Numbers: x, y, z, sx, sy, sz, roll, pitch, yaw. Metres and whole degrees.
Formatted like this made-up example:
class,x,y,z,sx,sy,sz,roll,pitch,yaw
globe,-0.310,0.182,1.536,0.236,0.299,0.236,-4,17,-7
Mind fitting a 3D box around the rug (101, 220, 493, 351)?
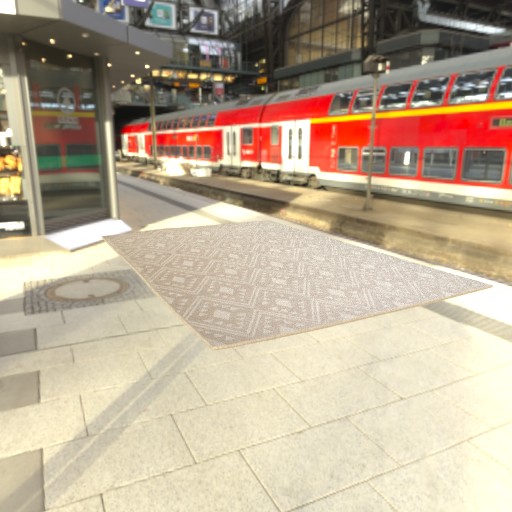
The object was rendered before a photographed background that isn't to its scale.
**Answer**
class,x,y,z,sx,sy,sz,roll,pitch,yaw
rug,0.000,0.000,2.316,1.252,0.034,1.829,-8,16,-27
